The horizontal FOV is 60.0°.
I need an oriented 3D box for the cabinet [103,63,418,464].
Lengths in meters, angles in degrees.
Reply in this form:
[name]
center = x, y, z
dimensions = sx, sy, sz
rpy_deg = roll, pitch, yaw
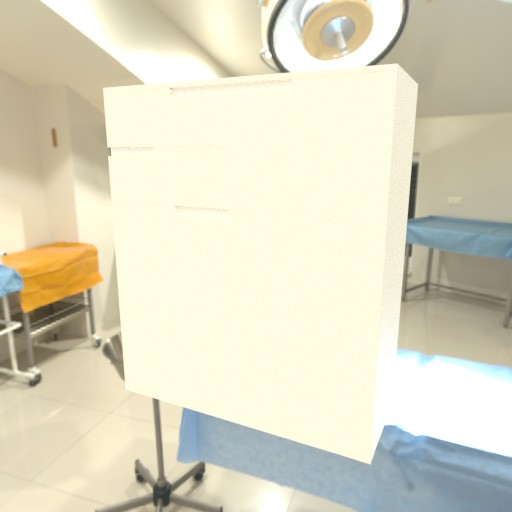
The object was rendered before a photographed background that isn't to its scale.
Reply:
[cabinet]
center = 0.000, 0.000, 1.648
dimensions = 1.000, 1.190, 0.400
rpy_deg = 7, 15, 26
